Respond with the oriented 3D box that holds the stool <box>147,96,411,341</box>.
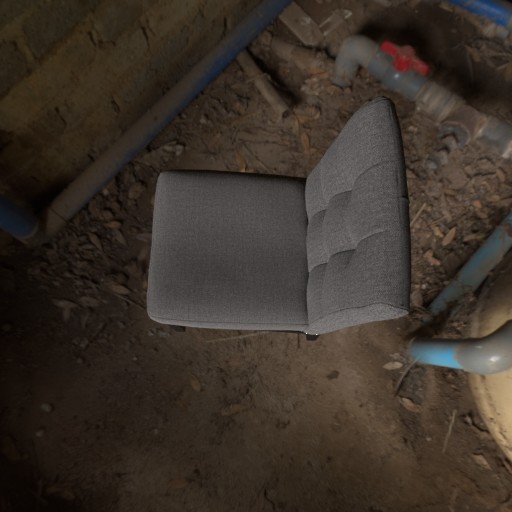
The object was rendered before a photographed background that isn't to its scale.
[{"bbox_3d":[0.000,0.000,1.219,0.571,0.885,0.427,1,75,0],"label":"stool"}]
